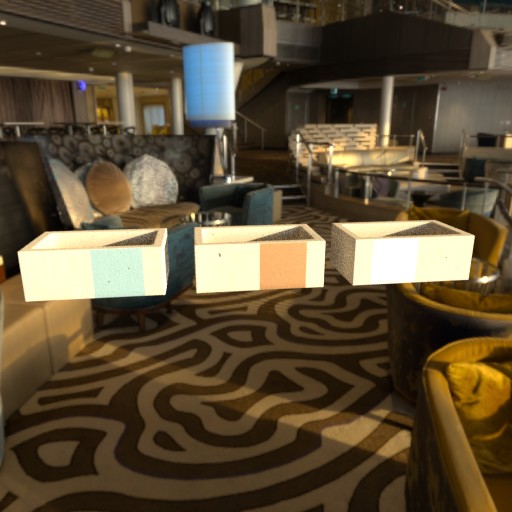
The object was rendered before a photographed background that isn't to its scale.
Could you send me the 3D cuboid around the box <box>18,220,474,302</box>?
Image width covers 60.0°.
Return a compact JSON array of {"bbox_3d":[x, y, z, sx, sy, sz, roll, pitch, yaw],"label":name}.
[{"bbox_3d":[0.000,0.000,0.489,0.461,0.051,0.082,-2,17,-8],"label":"box"}]
